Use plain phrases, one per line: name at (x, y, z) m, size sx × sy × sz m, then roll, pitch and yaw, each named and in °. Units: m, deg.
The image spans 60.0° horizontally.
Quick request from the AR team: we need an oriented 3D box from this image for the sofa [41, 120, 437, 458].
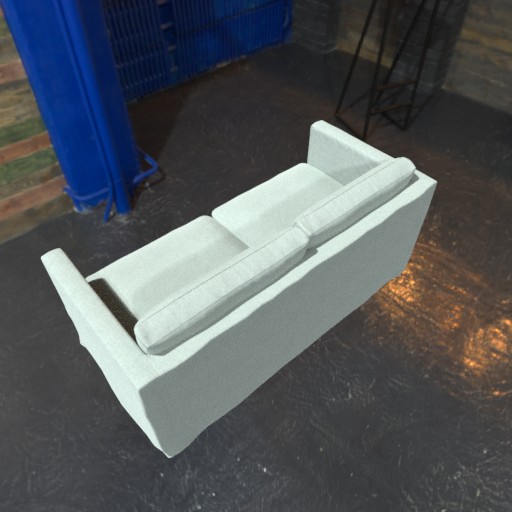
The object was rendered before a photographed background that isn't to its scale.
sofa at (0.000, 0.000, 2.531) m, size 1.987 × 0.870 × 0.940 m, roll -32°, pitch 54°, yaw -27°
